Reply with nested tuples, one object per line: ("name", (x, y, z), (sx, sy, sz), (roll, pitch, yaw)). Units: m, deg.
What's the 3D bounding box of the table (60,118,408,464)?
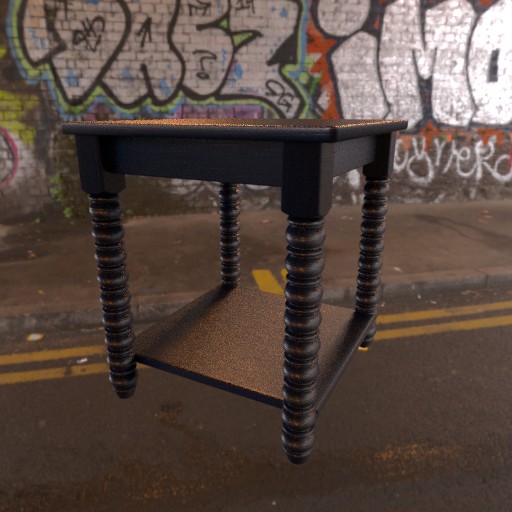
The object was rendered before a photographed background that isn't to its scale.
("table", (0.000, 0.000, 0.971), (0.500, 0.567, 0.533), (9, 20, 26))
